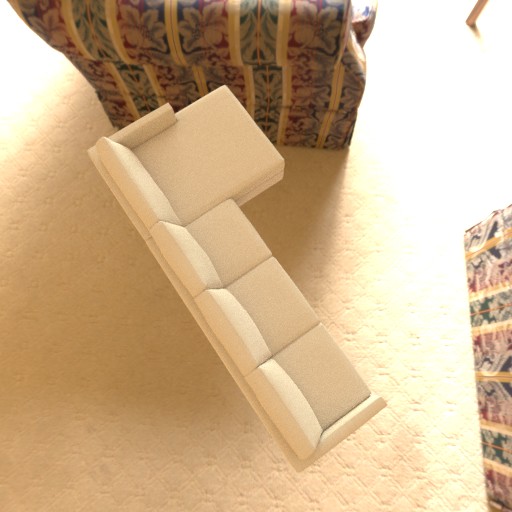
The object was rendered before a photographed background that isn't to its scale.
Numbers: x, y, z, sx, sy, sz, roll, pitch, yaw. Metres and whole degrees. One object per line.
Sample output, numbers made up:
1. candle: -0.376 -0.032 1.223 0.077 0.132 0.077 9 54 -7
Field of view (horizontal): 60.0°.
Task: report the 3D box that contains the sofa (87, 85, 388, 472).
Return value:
1. sofa: 0.000 0.000 4.244 1.599 0.954 3.471 -34 78 -8
